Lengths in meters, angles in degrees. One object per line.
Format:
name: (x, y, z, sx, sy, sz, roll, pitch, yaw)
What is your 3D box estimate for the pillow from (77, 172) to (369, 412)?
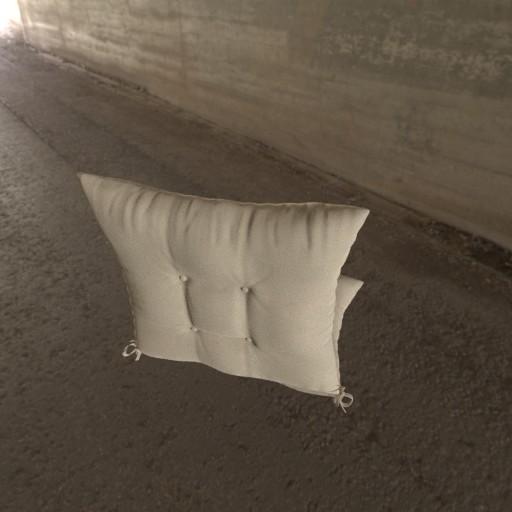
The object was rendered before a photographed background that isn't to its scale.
pillow: (0.000, 0.000, 1.048, 0.541, 0.536, 0.585, 9, 32, 15)
